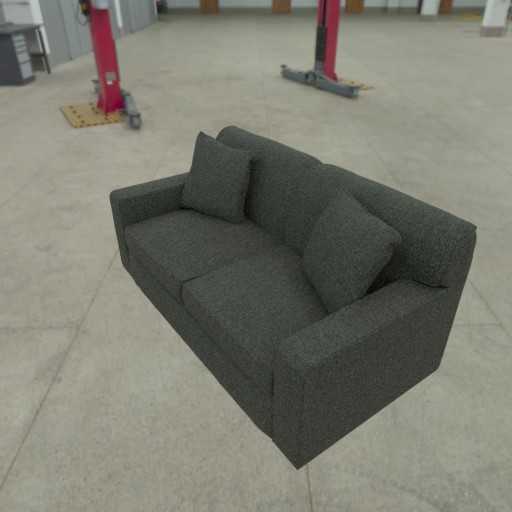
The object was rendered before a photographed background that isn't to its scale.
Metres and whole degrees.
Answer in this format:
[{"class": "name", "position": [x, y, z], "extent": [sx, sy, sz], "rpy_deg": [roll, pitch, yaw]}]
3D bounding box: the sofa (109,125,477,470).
[{"class": "sofa", "position": [0.000, 0.000, 2.419], "extent": [0.998, 0.958, 1.846], "rpy_deg": [-21, 38, -30]}]
